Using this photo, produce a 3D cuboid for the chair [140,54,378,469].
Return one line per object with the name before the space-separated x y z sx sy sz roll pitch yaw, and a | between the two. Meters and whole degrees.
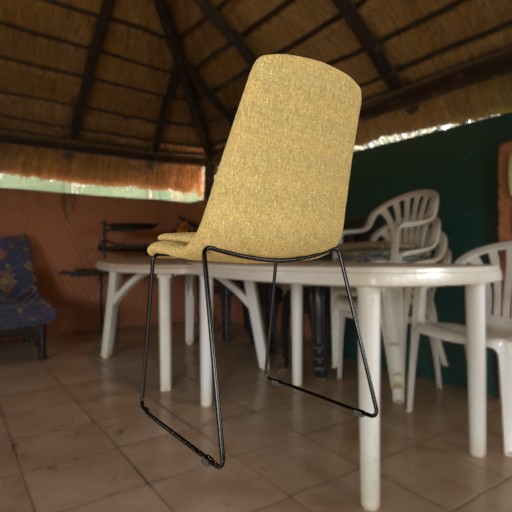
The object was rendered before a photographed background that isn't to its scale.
chair | 0.000 0.000 1.162 0.479 0.849 0.496 0 1 -36
